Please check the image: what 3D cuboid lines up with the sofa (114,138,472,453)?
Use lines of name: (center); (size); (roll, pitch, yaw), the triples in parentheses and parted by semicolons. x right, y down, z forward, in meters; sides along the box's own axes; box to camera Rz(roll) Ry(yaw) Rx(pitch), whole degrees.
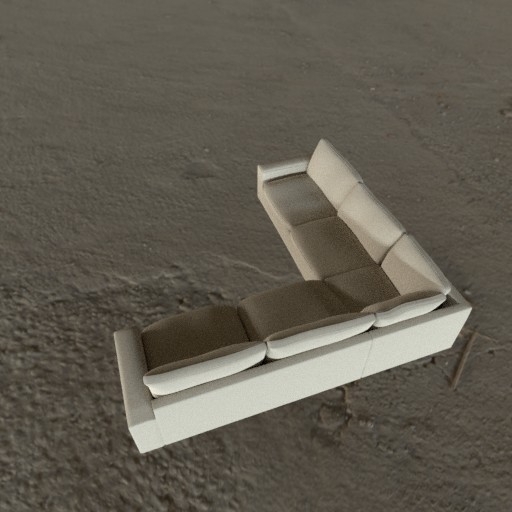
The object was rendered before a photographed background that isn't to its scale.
sofa: (0.000, 0.000, 4.913); (3.206, 0.918, 3.066); (-14, 47, -14)
